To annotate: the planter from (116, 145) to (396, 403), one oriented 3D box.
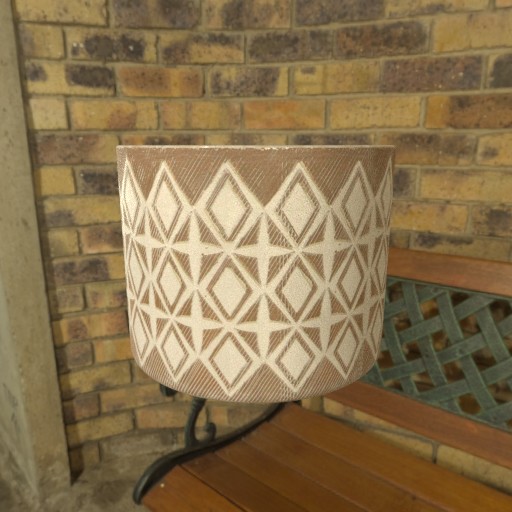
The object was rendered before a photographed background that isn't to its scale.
[{"bbox_3d":[0.000,0.000,0.339,0.193,0.165,0.193,0,14,0],"label":"planter"}]
